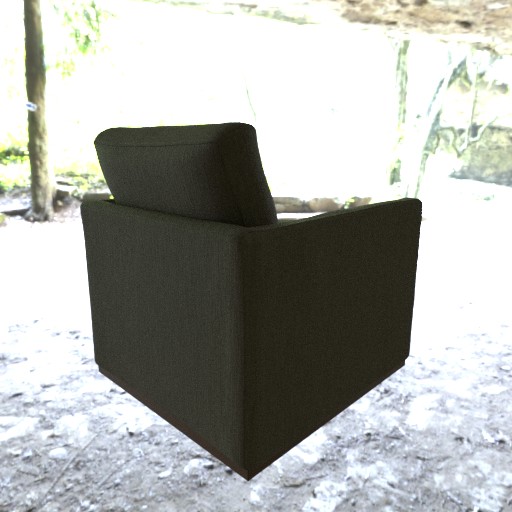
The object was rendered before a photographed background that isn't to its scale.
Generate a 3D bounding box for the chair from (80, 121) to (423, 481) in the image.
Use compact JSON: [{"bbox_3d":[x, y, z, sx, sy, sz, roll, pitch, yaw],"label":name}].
[{"bbox_3d":[0.000,0.000,1.455,0.763,0.811,0.834,14,20,43],"label":"chair"}]
